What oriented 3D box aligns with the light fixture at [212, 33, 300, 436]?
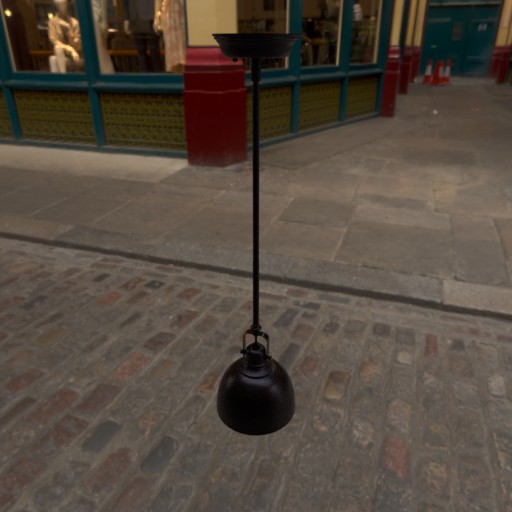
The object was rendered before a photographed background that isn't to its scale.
[{"bbox_3d":[0.000,0.000,0.857,0.182,0.768,0.182,9,27,17],"label":"light fixture"}]
